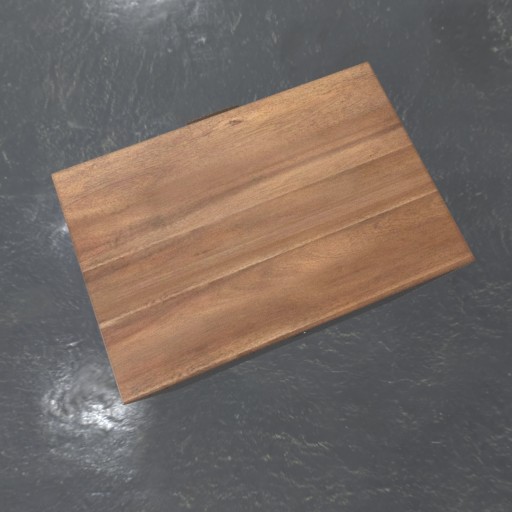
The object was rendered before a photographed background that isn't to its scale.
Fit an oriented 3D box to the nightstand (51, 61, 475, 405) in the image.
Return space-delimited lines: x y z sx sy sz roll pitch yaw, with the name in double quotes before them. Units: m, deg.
"nightstand" 0.000 0.000 1.042 0.605 0.611 0.427 -21 77 -5
